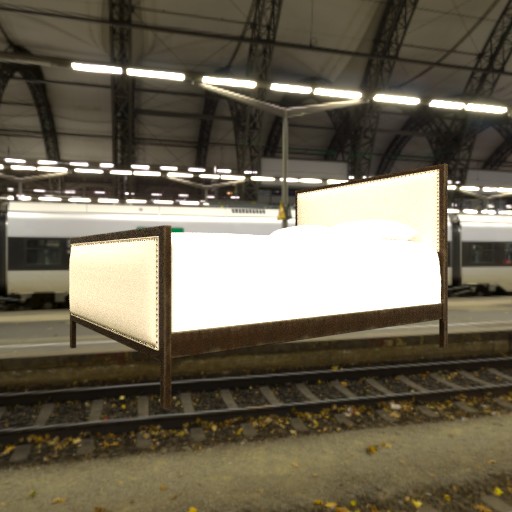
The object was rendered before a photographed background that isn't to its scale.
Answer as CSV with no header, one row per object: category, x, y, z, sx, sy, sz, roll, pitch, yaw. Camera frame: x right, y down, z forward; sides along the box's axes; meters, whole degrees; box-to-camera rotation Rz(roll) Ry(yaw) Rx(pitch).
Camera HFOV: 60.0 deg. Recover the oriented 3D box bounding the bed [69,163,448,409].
bed,0.000,0.000,3.163,2.221,1.313,1.607,0,0,-36
